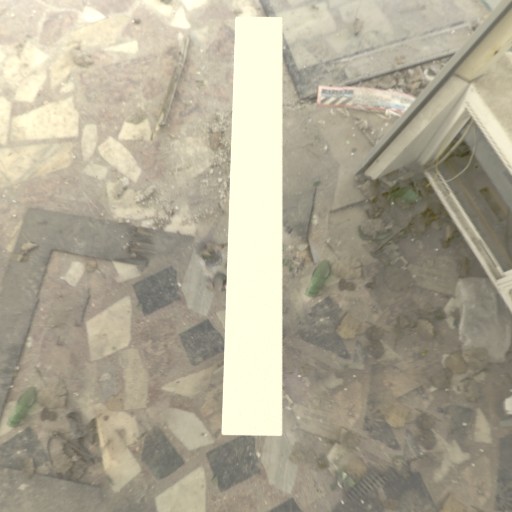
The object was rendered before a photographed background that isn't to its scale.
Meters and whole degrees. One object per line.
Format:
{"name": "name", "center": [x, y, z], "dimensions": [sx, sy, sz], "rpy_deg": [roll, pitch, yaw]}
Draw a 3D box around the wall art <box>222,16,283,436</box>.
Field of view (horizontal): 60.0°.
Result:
{"name": "wall art", "center": [0.000, 0.000, 0.454], "dimensions": [0.037, 0.305, 0.305], "rpy_deg": [1, 75, 0]}
